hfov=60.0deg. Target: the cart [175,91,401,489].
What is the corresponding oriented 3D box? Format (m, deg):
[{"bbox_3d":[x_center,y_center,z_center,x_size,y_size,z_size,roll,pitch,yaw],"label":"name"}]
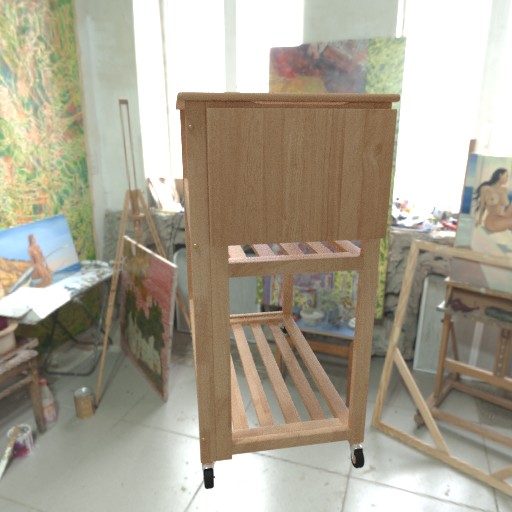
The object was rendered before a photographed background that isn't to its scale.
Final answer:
[{"bbox_3d":[0.000,0.000,1.336,0.432,0.879,0.853,-3,17,-10],"label":"cart"}]
